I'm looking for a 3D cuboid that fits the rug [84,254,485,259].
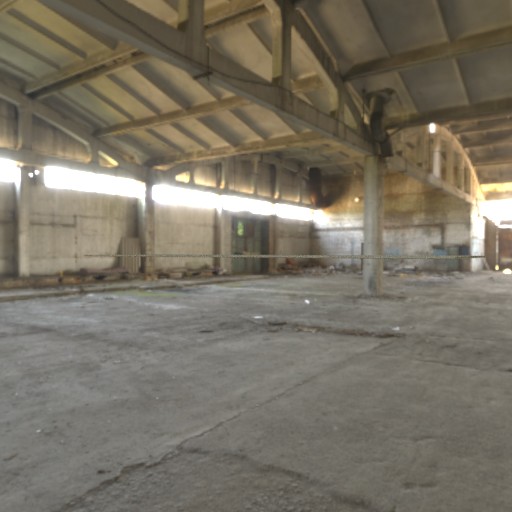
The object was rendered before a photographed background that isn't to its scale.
[{"bbox_3d":[0.000,0.000,2.730,2.435,0.009,0.750,0,1,35],"label":"rug"}]
